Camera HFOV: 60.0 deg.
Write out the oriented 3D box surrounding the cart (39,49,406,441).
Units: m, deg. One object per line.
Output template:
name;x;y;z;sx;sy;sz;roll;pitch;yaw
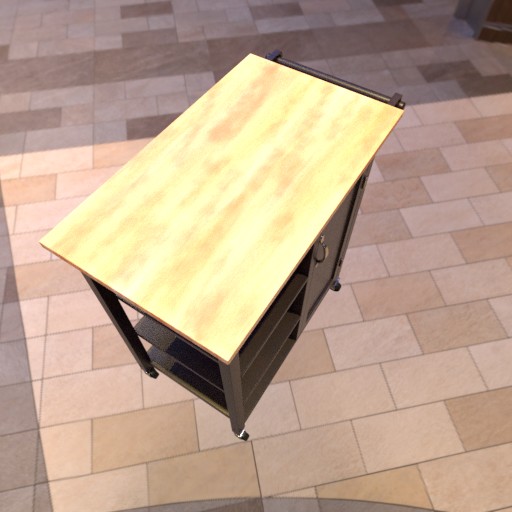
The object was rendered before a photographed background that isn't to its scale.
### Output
cart;0.000;0.000;1.410;0.472;0.878;0.914;28;61;18
